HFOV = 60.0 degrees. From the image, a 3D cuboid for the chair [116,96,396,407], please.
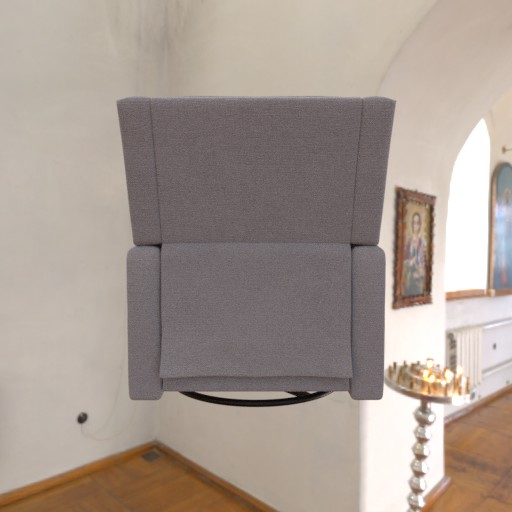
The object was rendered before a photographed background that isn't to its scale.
[{"bbox_3d":[0.000,0.000,1.654,0.906,0.966,0.854,0,1,0],"label":"chair"}]
